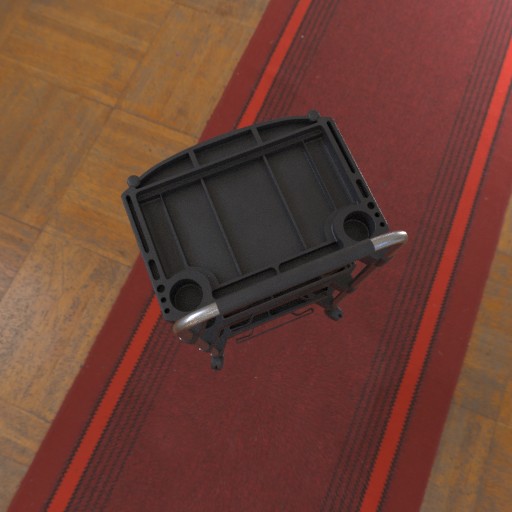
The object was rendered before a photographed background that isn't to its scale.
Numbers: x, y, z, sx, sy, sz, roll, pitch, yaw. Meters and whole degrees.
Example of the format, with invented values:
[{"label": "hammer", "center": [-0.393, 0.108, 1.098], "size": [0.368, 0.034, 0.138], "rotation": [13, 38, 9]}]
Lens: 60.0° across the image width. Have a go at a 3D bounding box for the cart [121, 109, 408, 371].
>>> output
[{"label": "cart", "center": [0.000, 0.000, 1.384], "size": [0.584, 1.075, 0.518], "rotation": [-22, 76, -6]}]
